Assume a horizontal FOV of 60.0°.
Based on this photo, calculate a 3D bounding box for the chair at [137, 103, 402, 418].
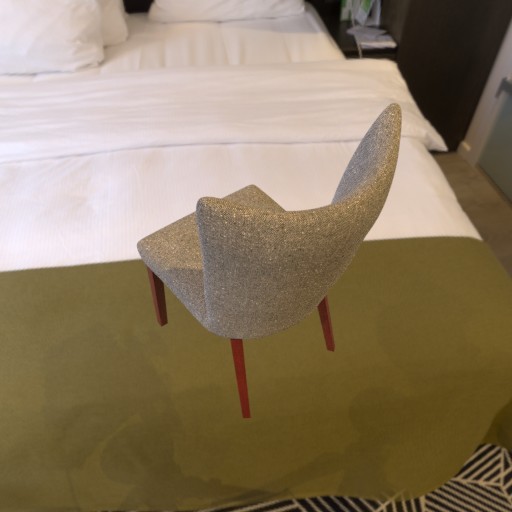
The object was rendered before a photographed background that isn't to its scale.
[{"bbox_3d":[0.000,0.000,1.292,0.535,0.924,0.623,-31,54,-26],"label":"chair"}]
